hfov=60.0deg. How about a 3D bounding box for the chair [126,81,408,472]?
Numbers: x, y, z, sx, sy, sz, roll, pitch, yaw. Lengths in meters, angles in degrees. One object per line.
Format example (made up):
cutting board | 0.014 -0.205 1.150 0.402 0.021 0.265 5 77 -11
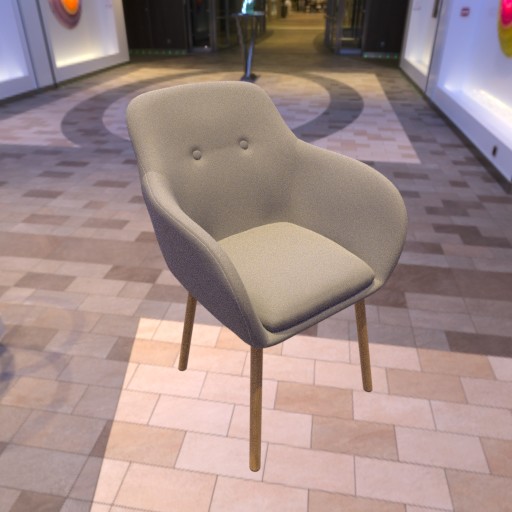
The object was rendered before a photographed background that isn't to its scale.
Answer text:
chair | 0.000 0.000 1.223 0.570 0.830 0.590 -21 36 -31
